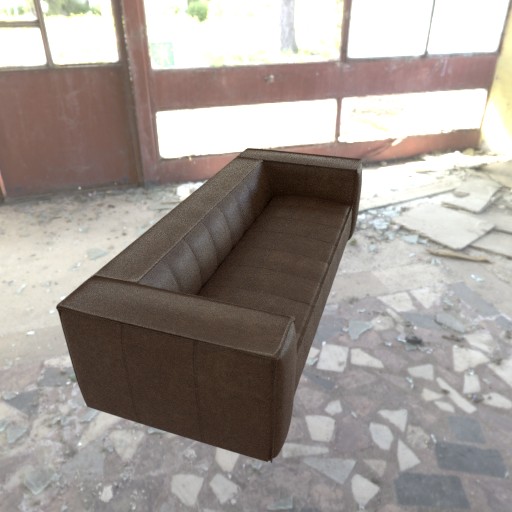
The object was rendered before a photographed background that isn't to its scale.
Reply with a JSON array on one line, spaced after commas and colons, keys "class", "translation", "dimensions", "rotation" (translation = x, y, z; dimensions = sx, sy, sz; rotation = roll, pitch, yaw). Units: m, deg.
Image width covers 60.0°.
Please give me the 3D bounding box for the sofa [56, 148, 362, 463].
[{"class": "sofa", "translation": [0.000, 0.000, 3.024], "dimensions": [1.102, 0.701, 2.581], "rotation": [10, 32, 16]}]
